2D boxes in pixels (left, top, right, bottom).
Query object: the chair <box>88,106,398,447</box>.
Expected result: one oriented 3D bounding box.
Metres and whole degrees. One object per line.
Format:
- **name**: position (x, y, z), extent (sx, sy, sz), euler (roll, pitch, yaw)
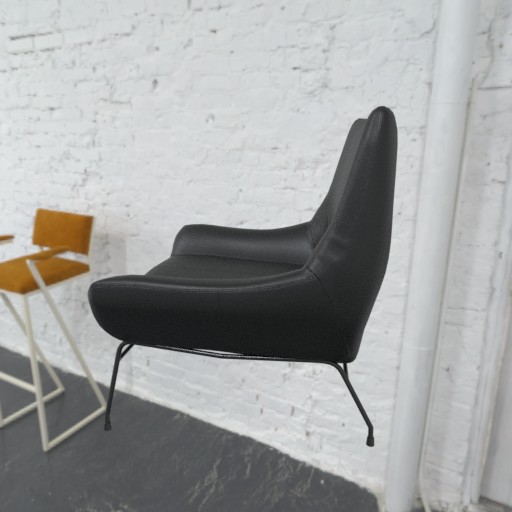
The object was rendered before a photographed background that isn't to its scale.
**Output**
- **chair**: position (0.000, 0.000, 1.511), extent (0.826, 0.922, 0.836), euler (2, 15, 8)
